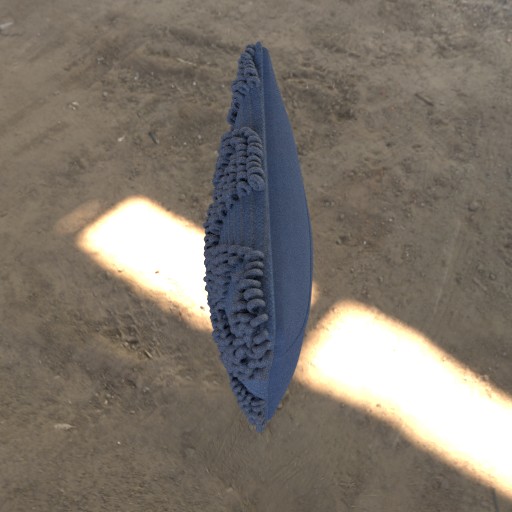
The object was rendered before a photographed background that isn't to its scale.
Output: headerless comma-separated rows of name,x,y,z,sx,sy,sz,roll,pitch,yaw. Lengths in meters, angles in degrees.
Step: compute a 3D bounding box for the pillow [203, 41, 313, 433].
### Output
pillow,0.000,0.000,0.718,0.172,0.466,0.469,-1,58,-1
